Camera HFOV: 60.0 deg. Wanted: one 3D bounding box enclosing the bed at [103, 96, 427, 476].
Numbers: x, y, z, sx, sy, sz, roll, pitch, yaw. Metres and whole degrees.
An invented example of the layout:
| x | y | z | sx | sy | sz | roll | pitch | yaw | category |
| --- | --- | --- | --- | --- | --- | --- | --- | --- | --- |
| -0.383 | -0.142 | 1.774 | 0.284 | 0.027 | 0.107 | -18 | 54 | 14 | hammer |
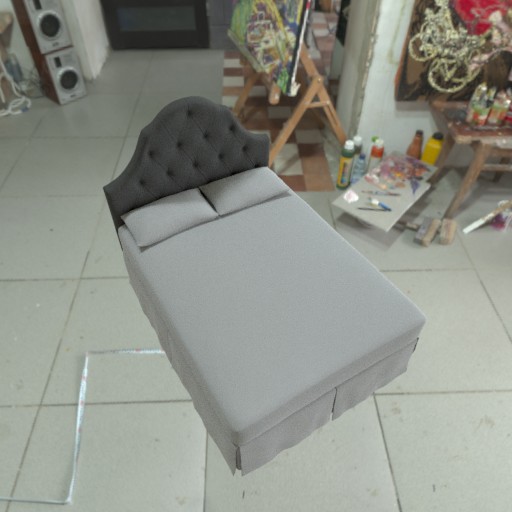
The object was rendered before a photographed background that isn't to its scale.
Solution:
| x | y | z | sx | sy | sz | roll | pitch | yaw | category |
| --- | --- | --- | --- | --- | --- | --- | --- | --- | --- |
| 0.000 | 0.000 | 3.303 | 1.636 | 1.575 | 2.155 | -24 | 51 | -21 | bed |
